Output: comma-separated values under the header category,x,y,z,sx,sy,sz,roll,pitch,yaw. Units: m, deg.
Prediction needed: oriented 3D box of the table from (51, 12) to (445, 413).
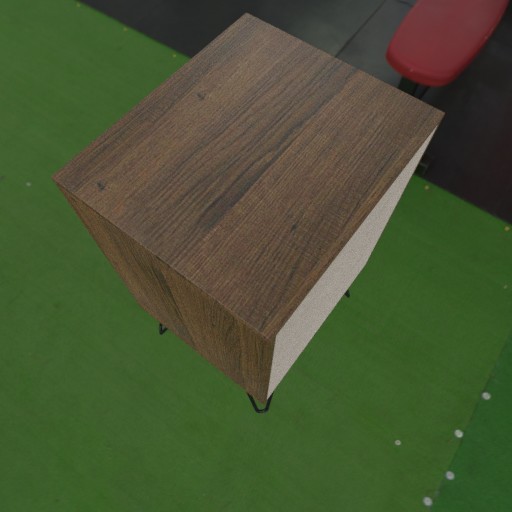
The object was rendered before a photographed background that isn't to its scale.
category,x,y,z,sx,sy,sz,roll,pitch,yaw
table,0.000,0.000,1.144,0.457,0.866,0.526,35,69,16
